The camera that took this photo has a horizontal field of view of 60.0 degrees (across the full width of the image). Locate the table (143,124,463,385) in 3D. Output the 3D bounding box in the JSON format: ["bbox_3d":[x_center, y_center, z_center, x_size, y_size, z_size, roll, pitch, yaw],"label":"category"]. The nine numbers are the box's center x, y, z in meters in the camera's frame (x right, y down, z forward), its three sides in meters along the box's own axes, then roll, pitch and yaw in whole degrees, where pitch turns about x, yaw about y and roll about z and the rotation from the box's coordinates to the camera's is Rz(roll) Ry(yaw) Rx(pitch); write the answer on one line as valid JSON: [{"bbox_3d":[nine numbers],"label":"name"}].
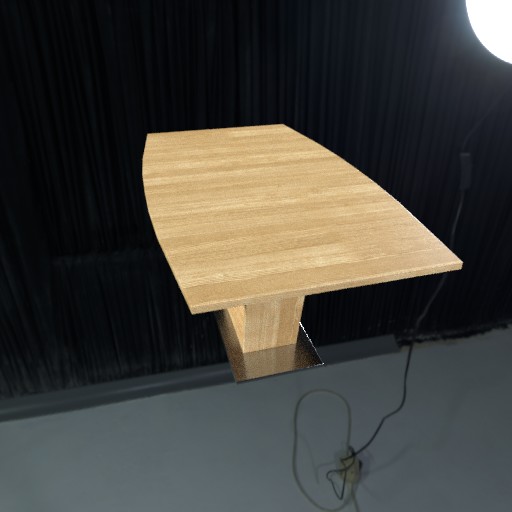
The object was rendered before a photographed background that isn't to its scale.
[{"bbox_3d":[0.000,0.000,2.019,0.900,0.748,1.598,-8,32,-13],"label":"table"}]
